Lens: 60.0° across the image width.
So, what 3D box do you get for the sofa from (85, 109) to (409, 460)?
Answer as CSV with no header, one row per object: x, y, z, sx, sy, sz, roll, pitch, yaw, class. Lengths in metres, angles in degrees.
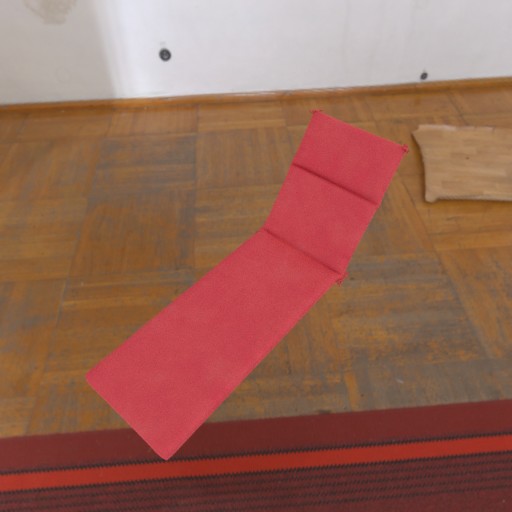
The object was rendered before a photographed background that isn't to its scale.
0.000,0.000,2.010,0.582,0.622,1.663,32,55,26,sofa
